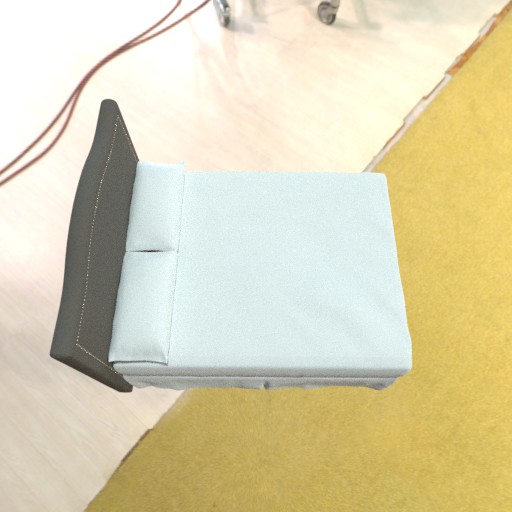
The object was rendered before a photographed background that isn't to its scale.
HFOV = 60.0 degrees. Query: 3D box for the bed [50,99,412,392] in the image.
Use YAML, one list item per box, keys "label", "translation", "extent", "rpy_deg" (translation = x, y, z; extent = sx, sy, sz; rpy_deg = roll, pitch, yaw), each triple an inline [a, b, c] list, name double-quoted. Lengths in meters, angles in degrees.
- label: "bed"
  translation: [0.000, 0.000, 3.043]
  extent: [2.036, 1.387, 1.666]
  rpy_deg: [0, 65, 0]
